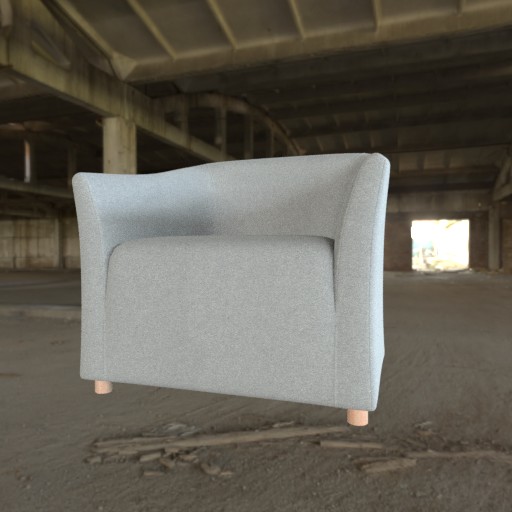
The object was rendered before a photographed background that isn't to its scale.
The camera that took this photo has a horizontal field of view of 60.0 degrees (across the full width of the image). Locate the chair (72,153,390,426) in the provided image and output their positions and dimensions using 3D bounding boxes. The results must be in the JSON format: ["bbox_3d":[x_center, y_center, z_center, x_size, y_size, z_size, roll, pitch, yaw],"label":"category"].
[{"bbox_3d":[0.000,0.000,1.351,0.790,0.720,0.700,0,1,19],"label":"chair"}]
